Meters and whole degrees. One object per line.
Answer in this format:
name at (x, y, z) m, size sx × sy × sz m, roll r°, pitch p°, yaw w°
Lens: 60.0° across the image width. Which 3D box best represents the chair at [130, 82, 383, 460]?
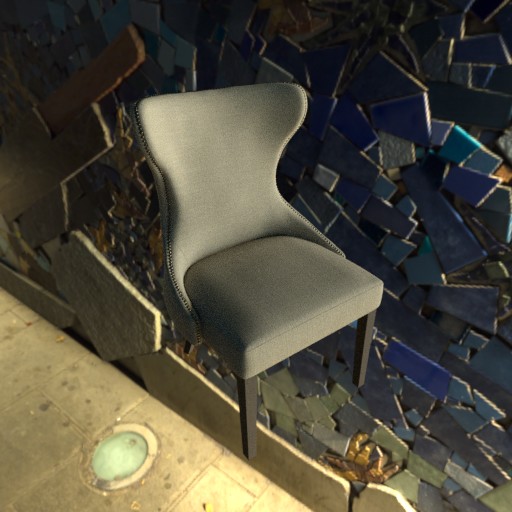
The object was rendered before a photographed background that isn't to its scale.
chair at (0.000, 0.000, 1.433) m, size 0.628 × 0.967 × 0.635 m, roll -21°, pitch 37°, yaw -31°
